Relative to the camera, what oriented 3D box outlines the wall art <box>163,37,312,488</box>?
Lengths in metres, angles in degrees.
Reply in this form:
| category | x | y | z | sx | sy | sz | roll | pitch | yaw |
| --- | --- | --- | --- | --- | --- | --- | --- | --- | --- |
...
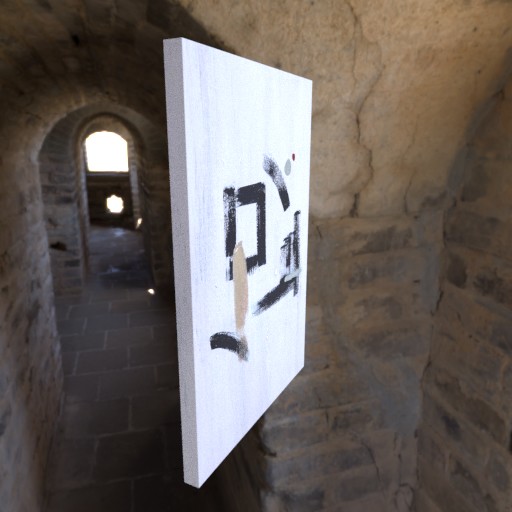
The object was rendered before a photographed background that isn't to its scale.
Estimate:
| category | x | y | z | sx | sy | sz | roll | pitch | yaw |
| --- | --- | --- | --- | --- | --- | --- | --- | --- | --- |
| wall art | 0.000 | 0.000 | 1.143 | 0.043 | 0.914 | 0.624 | 7 | 16 | 27 |
